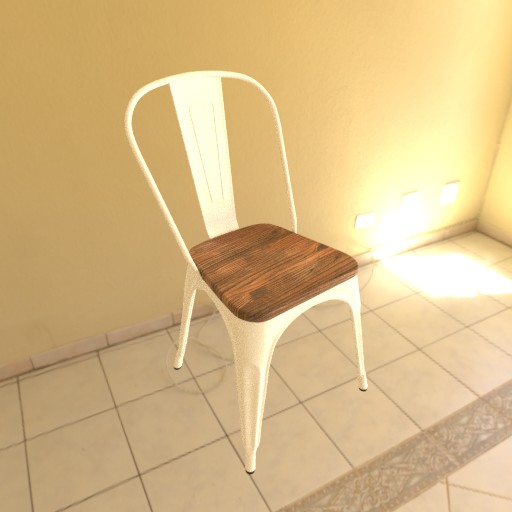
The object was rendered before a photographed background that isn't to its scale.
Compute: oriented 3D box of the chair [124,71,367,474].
[{"bbox_3d":[0.000,0.000,1.169,0.452,0.851,0.521,-22,37,-32],"label":"chair"}]
